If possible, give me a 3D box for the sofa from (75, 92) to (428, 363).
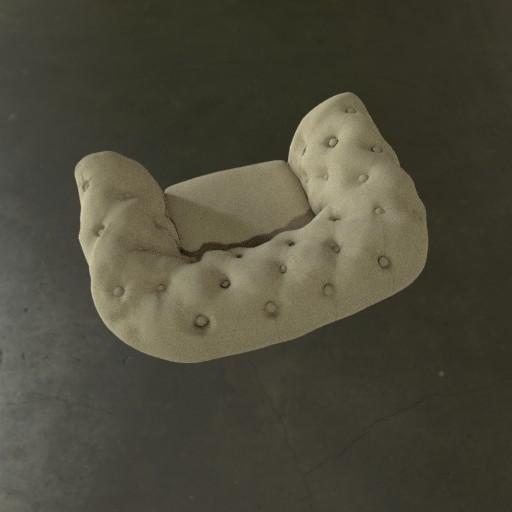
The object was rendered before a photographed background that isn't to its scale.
[{"bbox_3d":[0.000,0.000,2.097,1.405,0.878,1.034,-16,61,-9],"label":"sofa"}]
